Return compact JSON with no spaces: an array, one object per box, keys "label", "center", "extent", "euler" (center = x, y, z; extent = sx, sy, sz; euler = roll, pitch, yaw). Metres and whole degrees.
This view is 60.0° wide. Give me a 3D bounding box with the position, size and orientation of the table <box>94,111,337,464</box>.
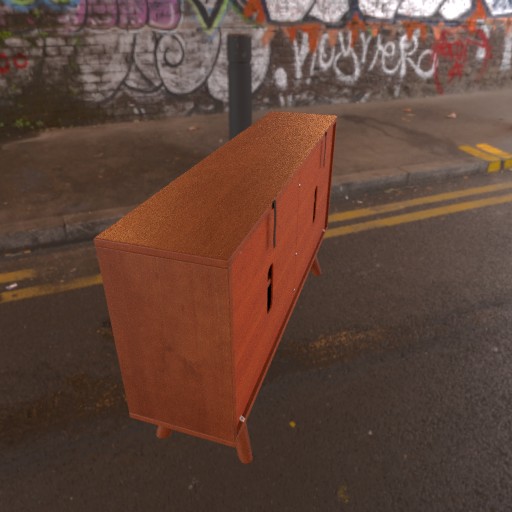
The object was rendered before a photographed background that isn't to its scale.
[{"label":"table","center":[0.000,0.000,1.502],"extent":[0.308,0.698,1.220],"euler":[9,31,16]}]
